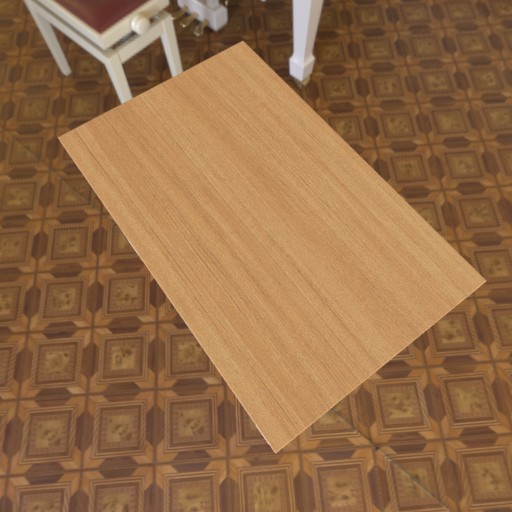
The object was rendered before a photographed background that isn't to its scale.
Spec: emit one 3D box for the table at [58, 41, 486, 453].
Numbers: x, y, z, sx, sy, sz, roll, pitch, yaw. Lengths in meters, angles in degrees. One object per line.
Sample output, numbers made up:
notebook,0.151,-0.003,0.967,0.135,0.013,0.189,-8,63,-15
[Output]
table,0.000,0.000,1.598,0.700,0.734,1.100,-34,70,-14
